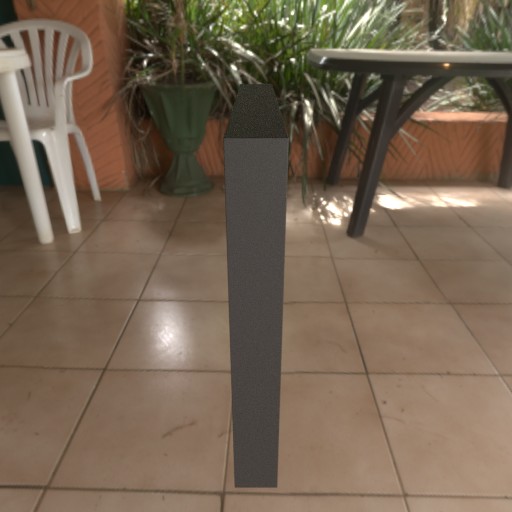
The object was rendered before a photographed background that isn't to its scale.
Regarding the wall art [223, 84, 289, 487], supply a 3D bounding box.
[{"bbox_3d":[0.000,0.000,0.457,0.038,0.304,0.304,0,27,0],"label":"wall art"}]
